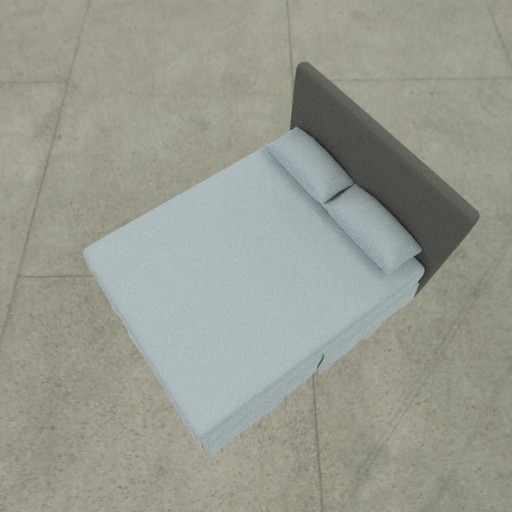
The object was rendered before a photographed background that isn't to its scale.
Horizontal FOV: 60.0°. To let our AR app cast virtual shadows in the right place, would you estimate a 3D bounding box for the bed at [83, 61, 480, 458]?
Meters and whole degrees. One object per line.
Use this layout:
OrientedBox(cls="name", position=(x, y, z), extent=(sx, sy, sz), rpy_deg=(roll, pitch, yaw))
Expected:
OrientedBox(cls="bed", position=(0.000, 0.000, 3.231), extent=(2.142, 1.330, 1.748), rpy_deg=(-33, 67, -16))
